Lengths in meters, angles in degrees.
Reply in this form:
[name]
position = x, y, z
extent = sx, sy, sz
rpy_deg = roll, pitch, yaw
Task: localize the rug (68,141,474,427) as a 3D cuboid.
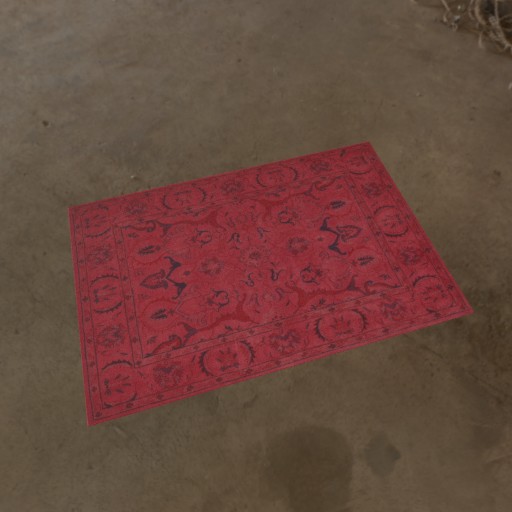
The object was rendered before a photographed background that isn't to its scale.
[rug]
position = 0.000, 0.000, 2.284
extent = 1.814, 0.008, 1.209
rpy_deg = -14, 59, -9
